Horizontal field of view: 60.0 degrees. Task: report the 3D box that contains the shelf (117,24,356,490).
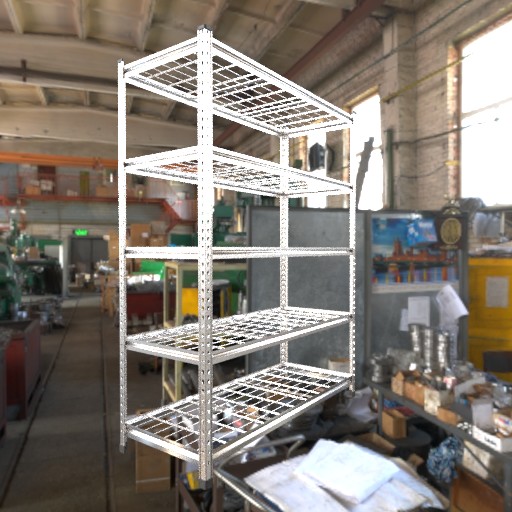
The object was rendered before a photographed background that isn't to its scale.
[{"bbox_3d":[0.000,0.000,2.671,0.610,1.981,1.524,1,1,37],"label":"shelf"}]
